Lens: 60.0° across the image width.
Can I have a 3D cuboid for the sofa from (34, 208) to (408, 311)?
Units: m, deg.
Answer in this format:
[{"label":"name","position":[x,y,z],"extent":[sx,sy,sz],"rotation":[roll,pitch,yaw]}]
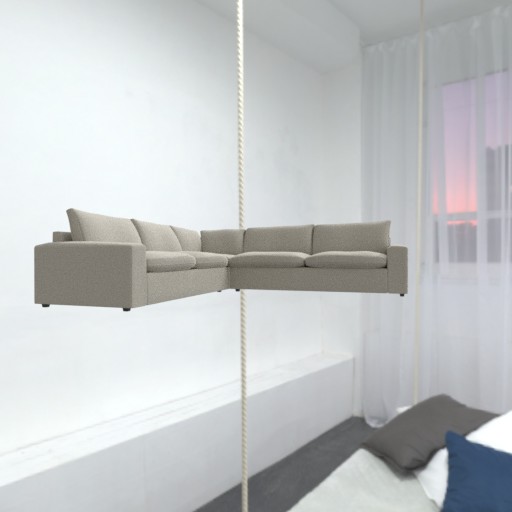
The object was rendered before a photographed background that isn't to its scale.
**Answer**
[{"label":"sofa","position":[0.000,0.000,4.941],"extent":[3.206,0.918,3.066],"rotation":[0,0,19]}]
